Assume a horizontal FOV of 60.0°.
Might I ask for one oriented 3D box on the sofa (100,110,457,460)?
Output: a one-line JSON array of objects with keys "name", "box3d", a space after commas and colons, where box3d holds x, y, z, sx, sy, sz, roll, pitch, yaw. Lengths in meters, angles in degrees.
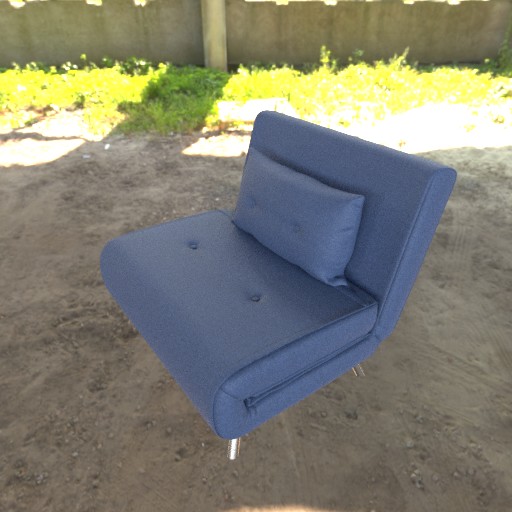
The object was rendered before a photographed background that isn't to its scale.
[{"name": "sofa", "box3d": [0.000, 0.000, 1.783, 0.996, 0.860, 0.999, -21, 37, -30]}]
